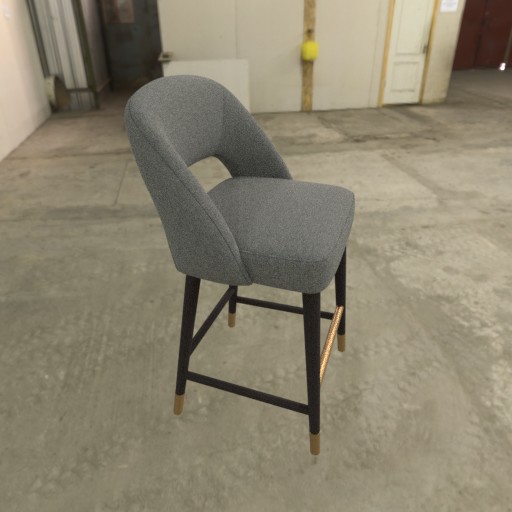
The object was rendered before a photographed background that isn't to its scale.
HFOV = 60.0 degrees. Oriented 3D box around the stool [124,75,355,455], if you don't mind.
[{"bbox_3d":[0.000,0.000,1.252,0.524,0.925,0.536,10,31,16],"label":"stool"}]
